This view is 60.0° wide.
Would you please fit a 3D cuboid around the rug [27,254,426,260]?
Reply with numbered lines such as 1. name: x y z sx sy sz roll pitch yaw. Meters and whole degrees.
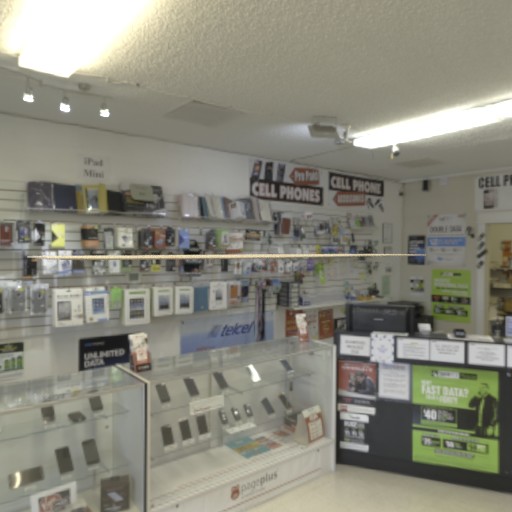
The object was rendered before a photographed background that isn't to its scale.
1. rug: 0.000 0.000 2.753 2.442 0.016 0.770 -1 1 -36
